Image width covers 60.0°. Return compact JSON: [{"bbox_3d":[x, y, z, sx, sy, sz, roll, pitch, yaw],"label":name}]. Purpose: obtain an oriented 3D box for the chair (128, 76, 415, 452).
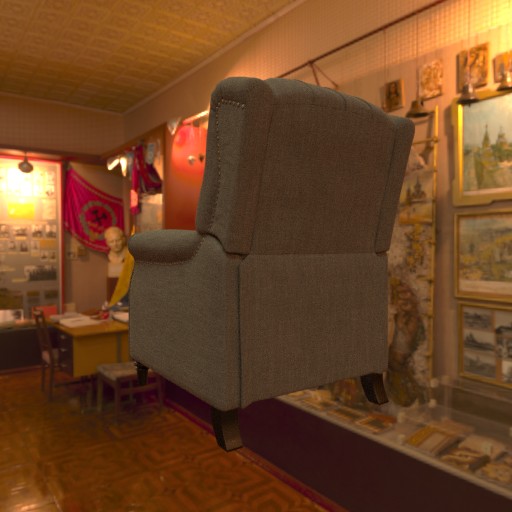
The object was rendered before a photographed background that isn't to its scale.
[{"bbox_3d":[0.000,0.000,1.634,0.742,1.035,0.898,-1,2,-35],"label":"chair"}]
